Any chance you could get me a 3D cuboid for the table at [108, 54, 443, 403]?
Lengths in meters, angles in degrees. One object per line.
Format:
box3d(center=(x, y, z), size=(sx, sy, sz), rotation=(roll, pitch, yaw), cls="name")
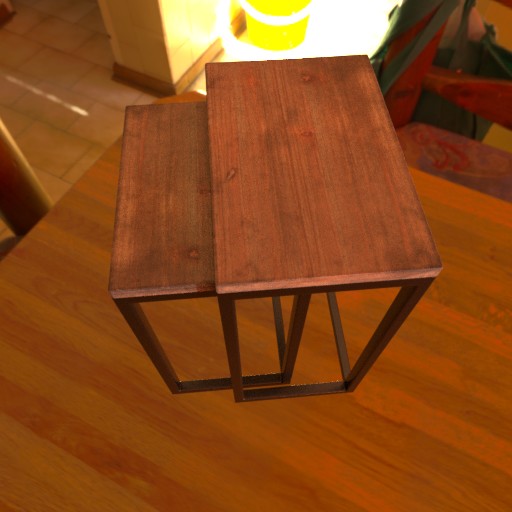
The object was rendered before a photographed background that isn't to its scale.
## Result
box3d(center=(0.000, 0.000, 0.933), size=(0.460, 0.615, 0.456), rotation=(-2, 59, -1), cls="table")
